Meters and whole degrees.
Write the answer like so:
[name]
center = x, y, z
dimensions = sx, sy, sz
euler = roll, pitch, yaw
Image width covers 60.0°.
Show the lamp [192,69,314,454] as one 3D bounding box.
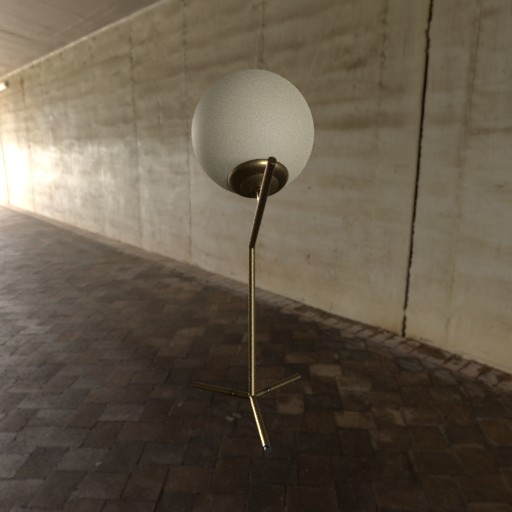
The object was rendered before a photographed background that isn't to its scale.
[lamp]
center = 0.000, 0.000, 0.690
dimensions = 0.210, 0.552, 0.251
euler = -2, 13, -9
